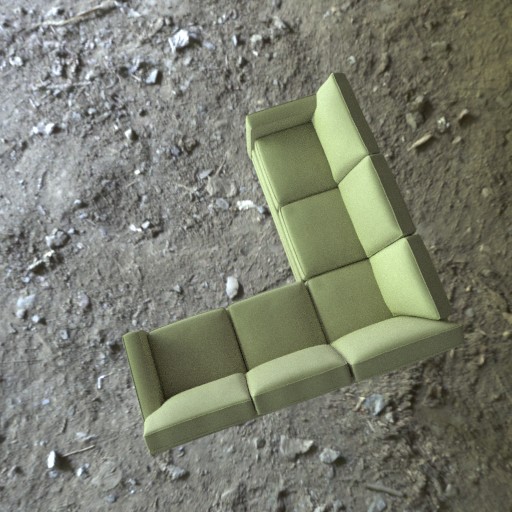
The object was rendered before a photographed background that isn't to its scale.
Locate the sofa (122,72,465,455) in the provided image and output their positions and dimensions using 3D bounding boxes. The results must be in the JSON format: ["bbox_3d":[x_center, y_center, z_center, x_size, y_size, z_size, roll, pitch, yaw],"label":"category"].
[{"bbox_3d":[0.000,0.000,3.387,2.189,0.939,2.182,-18,77,-4],"label":"sofa"}]
